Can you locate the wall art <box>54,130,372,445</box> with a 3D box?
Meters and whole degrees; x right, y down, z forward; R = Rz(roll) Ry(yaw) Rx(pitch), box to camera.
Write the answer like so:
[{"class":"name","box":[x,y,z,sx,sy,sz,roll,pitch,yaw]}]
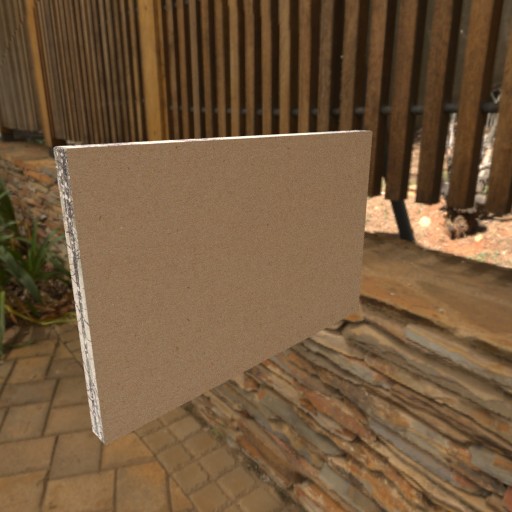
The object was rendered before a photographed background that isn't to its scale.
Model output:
[{"class":"wall art","box":[0.000,0.000,0.765,0.618,0.398,0.042,-17,25,-41]}]
